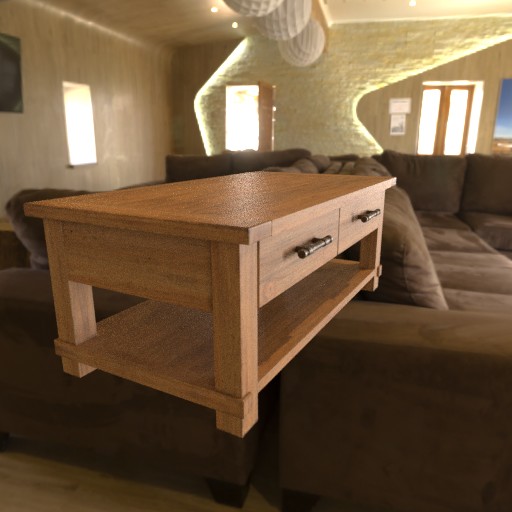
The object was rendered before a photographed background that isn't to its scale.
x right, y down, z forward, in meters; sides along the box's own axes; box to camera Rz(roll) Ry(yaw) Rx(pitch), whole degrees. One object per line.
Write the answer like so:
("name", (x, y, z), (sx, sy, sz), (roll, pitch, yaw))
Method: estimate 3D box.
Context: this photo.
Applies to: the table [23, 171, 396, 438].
("table", (0.000, 0.000, 1.591), (0.693, 0.494, 1.270), (8, 17, 28))
